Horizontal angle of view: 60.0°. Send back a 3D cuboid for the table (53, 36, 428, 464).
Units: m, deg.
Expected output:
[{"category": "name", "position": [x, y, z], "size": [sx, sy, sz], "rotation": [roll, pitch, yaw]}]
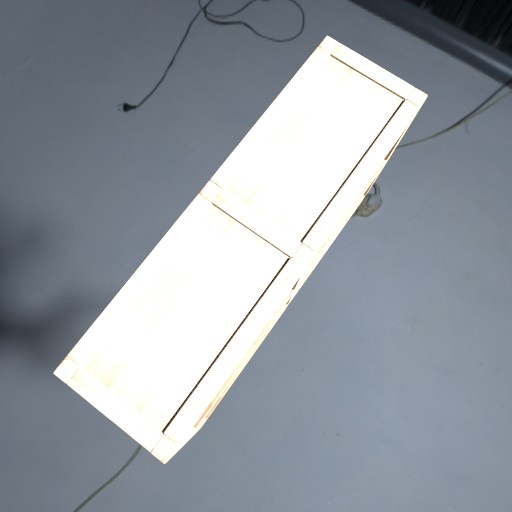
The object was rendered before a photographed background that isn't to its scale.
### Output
[{"category": "table", "position": [0.000, 0.000, 1.643], "size": [0.381, 0.762, 1.320], "rotation": [35, 78, 9]}]
